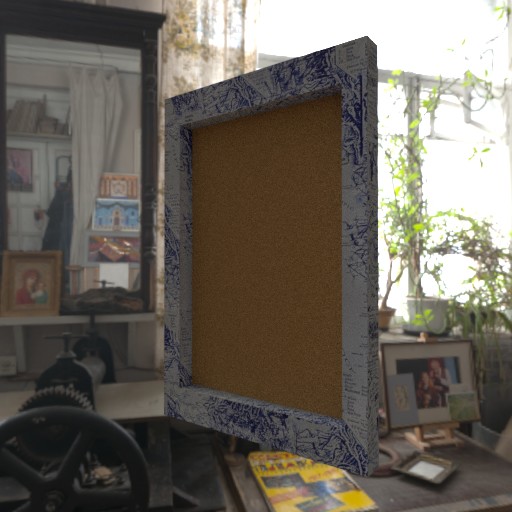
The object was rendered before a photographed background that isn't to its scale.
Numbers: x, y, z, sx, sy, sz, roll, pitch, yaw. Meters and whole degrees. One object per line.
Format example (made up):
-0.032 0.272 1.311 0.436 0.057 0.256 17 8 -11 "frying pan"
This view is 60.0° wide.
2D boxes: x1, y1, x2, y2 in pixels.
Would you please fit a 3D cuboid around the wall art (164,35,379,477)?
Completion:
0.000 0.000 0.462 0.255 0.376 0.025 0 -1 37 "wall art"
